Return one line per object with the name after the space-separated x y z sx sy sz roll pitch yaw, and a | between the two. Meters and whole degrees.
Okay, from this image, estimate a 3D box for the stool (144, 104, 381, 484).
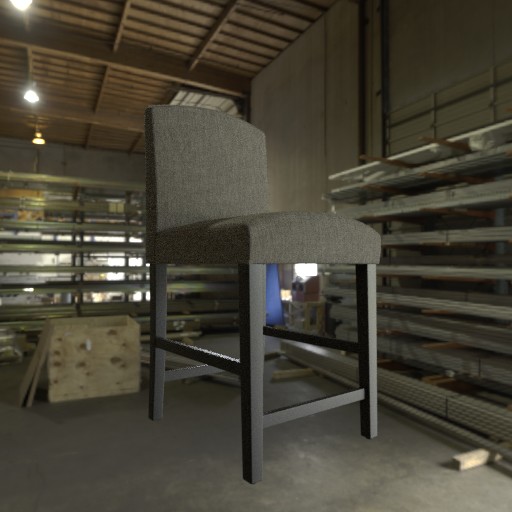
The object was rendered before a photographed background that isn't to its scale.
0.000 0.000 1.252 0.451 0.966 0.552 1 -1 -38 | stool
